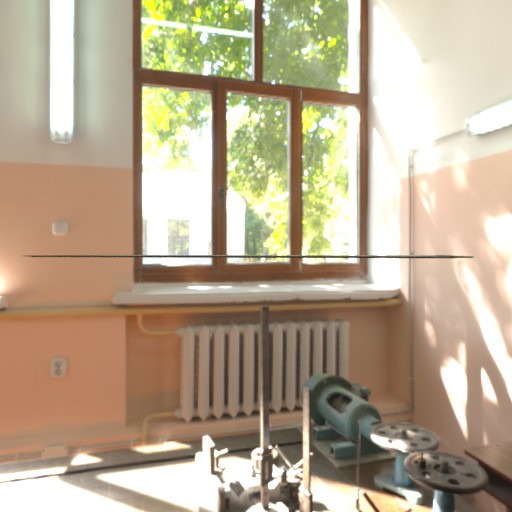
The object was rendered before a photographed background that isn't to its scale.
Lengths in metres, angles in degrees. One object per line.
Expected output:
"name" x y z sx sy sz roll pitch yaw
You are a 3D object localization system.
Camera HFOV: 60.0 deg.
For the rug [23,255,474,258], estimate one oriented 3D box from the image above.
"rug" 0.000 0.000 4.168 3.422 0.015 2.143 0 0 18
